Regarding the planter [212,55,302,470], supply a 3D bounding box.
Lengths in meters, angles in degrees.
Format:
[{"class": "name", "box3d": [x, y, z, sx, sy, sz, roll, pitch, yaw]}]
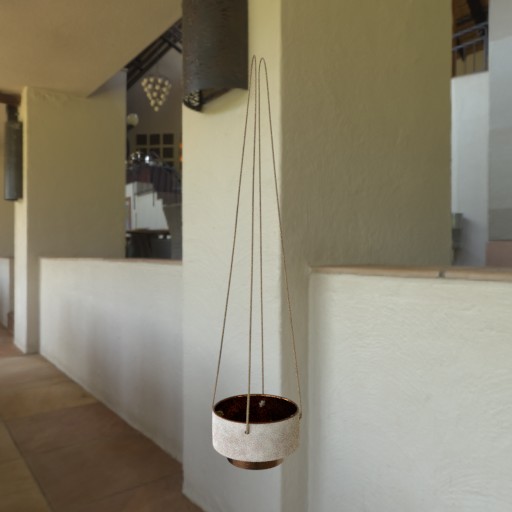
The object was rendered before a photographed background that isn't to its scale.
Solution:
[{"class": "planter", "box3d": [0.000, 0.000, 1.140, 0.223, 1.030, 0.223, 0, 0, -35]}]
